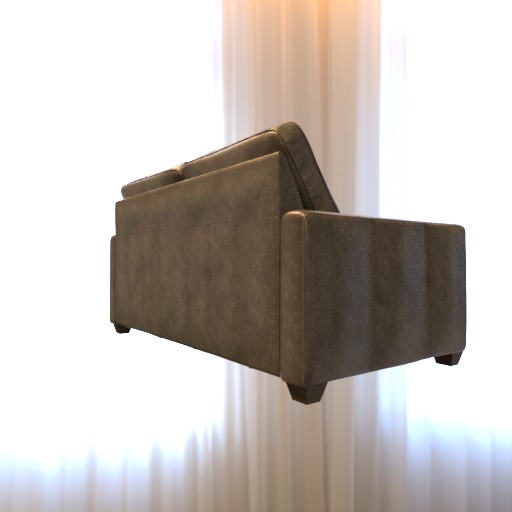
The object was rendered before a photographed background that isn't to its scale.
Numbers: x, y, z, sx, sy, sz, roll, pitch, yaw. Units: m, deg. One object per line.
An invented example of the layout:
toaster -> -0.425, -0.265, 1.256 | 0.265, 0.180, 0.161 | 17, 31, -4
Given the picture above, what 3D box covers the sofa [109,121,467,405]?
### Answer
sofa -> 0.000, 0.000, 2.256 | 0.939, 0.916, 1.732 | 0, -1, -37
